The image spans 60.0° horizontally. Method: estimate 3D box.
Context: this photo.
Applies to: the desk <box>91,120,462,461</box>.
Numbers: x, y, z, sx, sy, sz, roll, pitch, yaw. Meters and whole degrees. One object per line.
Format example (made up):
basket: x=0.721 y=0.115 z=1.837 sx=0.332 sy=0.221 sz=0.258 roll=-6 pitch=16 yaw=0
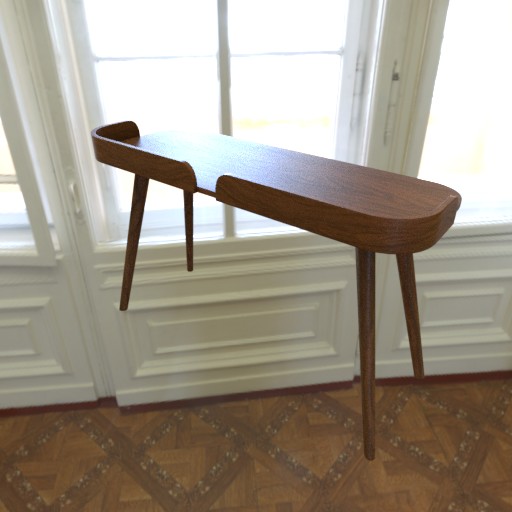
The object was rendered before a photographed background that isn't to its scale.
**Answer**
desk: x=0.000 y=0.000 z=1.618 sx=1.256 sy=0.800 sz=0.486 roll=22 pitch=37 yaw=32
